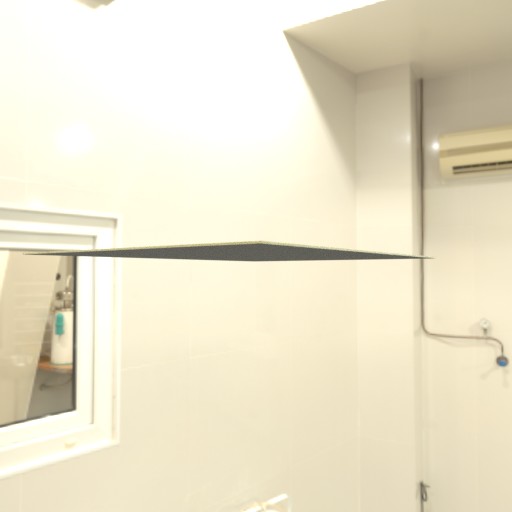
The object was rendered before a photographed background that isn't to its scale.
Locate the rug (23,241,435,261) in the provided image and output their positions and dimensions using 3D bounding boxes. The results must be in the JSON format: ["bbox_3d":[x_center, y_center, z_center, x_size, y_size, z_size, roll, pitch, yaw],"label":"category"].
[{"bbox_3d":[0.000,0.000,4.229,2.452,0.016,3.204,-1,-2,37],"label":"rug"}]
